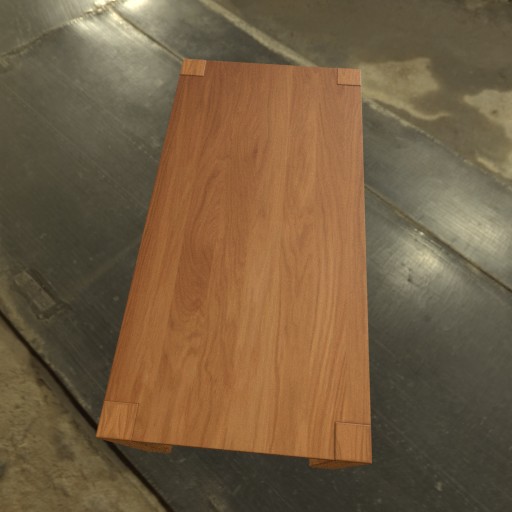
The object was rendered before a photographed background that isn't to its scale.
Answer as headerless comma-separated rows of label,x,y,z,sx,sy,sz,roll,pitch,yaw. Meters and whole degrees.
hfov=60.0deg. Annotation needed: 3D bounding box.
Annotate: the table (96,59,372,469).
table,0.000,0.000,2.175,0.900,0.760,1.800,4,63,2
